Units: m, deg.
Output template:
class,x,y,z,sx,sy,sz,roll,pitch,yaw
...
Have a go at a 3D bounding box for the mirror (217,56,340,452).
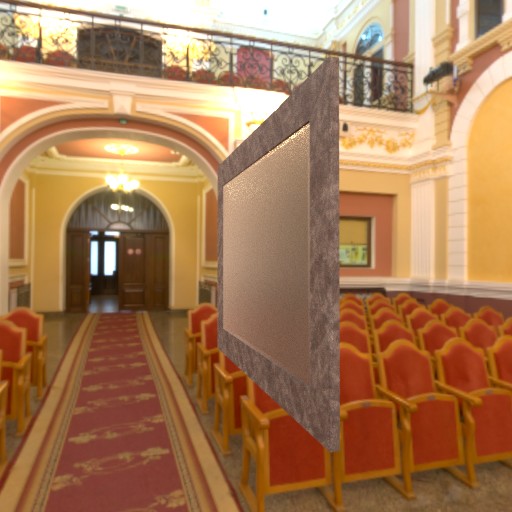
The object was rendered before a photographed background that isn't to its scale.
class,x,y,z,sx,sy,sz,roll,pitch,yaw
mirror,0.000,0.000,1.420,0.022,0.795,1.101,0,-1,-17
